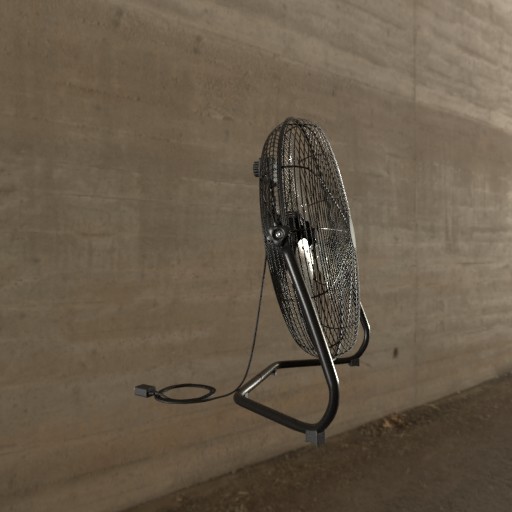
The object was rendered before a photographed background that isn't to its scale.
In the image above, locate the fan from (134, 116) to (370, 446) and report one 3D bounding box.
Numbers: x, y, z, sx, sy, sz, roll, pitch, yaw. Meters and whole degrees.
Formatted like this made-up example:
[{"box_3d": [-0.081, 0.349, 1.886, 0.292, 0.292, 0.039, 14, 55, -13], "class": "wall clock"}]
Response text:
[{"box_3d": [0.000, 0.000, 1.032, 0.470, 0.605, 0.595, 0, 0, 19], "class": "fan"}]
